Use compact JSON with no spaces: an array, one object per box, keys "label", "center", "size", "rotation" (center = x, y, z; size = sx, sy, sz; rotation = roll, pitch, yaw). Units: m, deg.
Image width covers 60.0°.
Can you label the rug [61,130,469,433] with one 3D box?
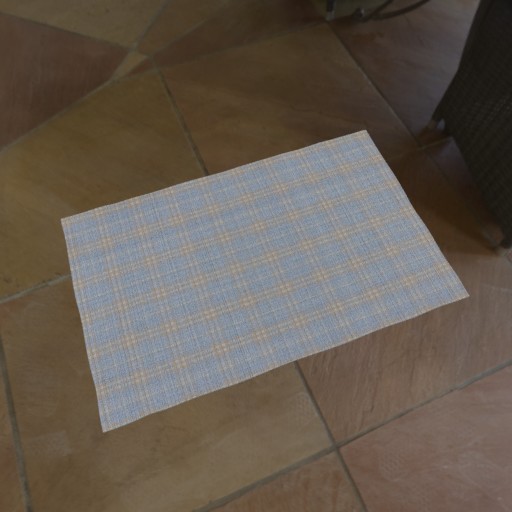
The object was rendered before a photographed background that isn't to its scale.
[{"label":"rug","center":[0.000,0.000,3.073],"size":[2.460,0.016,1.545],"rotation":[-18,65,-9]}]
